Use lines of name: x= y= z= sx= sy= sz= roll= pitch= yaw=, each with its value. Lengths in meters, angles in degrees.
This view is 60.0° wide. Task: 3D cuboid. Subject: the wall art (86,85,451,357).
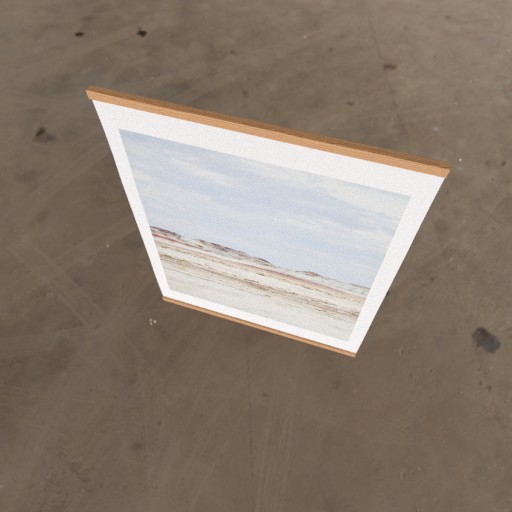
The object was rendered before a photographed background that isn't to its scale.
wall art: x=0.000 y=0.000 z=0.683 sx=0.404 sy=0.507 sz=0.010 roll=15 pitch=58 yaw=10
